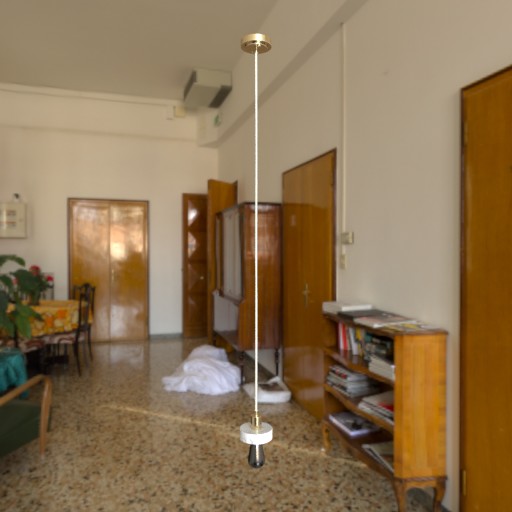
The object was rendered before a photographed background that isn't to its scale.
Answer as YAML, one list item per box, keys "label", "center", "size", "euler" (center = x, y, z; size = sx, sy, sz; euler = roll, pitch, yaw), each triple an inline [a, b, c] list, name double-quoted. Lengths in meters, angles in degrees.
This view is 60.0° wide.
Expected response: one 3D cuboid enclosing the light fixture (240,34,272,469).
- label: "light fixture"
  center: [0.000, 0.000, 1.734]
  size: [0.129, 1.669, 0.129]
  euler: [0, 1, 37]
